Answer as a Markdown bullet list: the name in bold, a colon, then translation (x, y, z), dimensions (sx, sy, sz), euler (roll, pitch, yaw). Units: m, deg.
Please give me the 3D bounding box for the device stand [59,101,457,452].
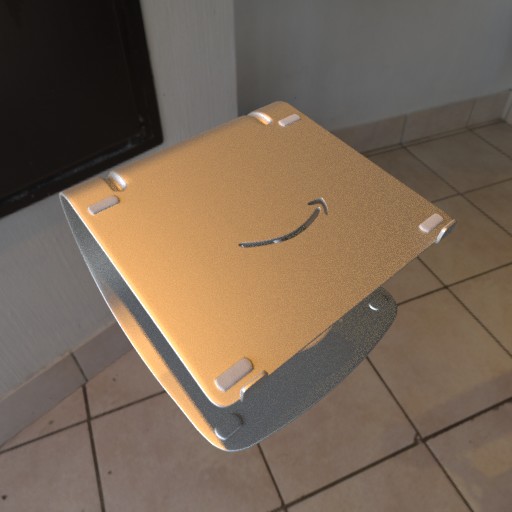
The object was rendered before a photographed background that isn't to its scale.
- **device stand**: translation (0.000, 0.000, 0.406), dimensions (0.256, 0.155, 0.236), euler (-32, 53, -28)
